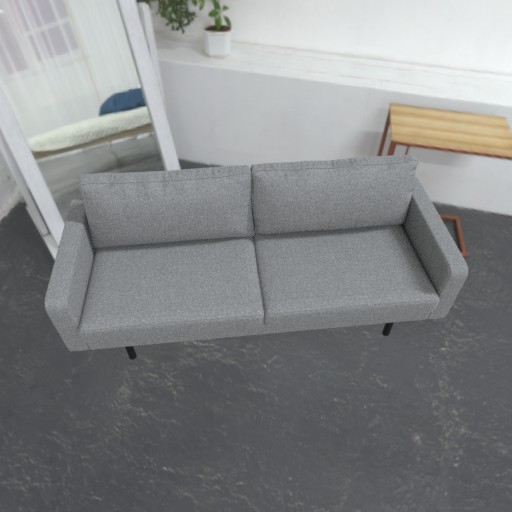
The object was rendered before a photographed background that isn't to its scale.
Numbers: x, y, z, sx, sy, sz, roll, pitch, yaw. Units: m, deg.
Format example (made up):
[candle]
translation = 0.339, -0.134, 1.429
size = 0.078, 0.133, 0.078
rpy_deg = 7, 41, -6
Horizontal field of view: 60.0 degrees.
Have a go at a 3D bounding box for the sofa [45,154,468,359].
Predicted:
[sofa]
translation = 0.000, 0.000, 2.658
size = 2.200, 0.880, 0.880
rpy_deg = -4, 48, -4
